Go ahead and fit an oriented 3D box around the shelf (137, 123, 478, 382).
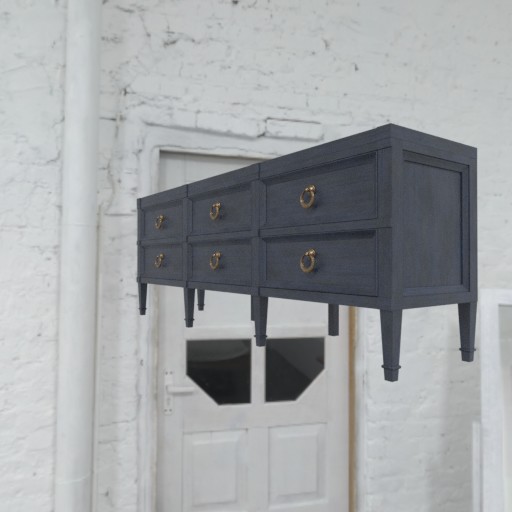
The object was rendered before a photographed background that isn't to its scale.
[{"bbox_3d":[0.000,0.000,2.106,0.471,0.715,1.878,0,-1,-36],"label":"shelf"}]
